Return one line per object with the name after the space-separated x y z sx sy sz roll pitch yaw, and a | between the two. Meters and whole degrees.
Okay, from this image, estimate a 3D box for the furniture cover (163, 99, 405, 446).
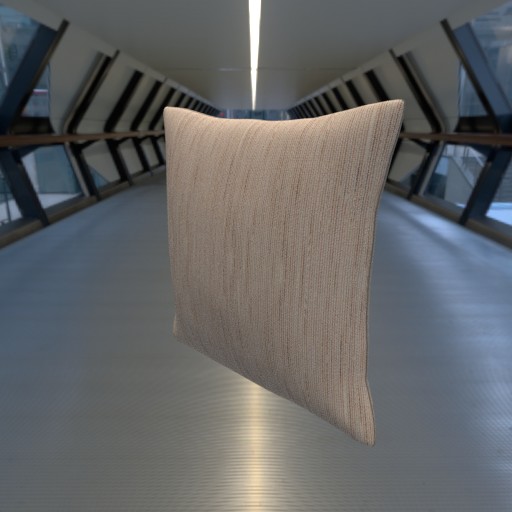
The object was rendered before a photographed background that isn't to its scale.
0.000 0.000 0.778 0.512 0.506 0.178 16 23 42 | furniture cover
